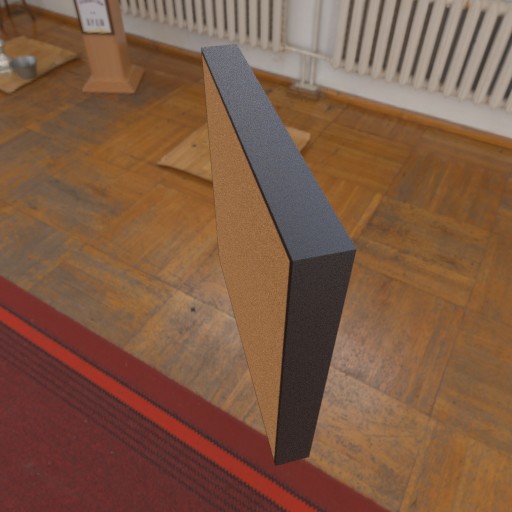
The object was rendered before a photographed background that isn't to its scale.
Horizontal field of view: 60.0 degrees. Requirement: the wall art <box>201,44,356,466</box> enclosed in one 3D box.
[{"bbox_3d":[0.000,0.000,0.450,0.037,0.303,0.304,-10,47,-10],"label":"wall art"}]
